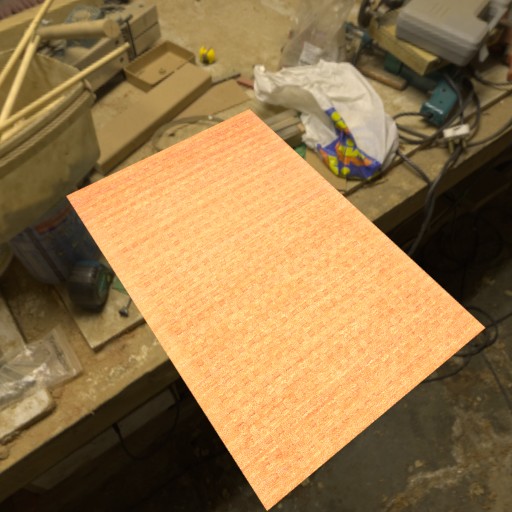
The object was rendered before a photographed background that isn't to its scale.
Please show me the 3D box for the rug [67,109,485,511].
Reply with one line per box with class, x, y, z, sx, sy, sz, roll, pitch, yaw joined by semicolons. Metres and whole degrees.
rug;0.000;0.000;2.750;1.524;0.006;2.285;-31;62;-18
